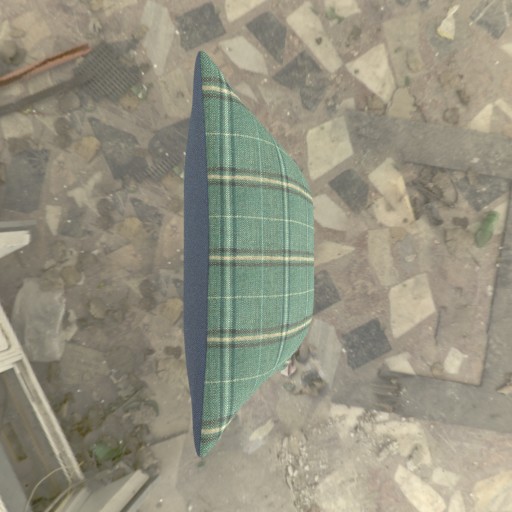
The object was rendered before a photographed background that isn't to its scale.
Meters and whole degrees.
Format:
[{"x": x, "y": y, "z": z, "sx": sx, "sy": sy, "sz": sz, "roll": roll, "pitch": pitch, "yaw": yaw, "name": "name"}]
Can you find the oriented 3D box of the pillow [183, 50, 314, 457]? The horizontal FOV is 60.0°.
[{"x": 0.000, "y": 0.000, "z": 0.703, "sx": 0.200, "sy": 0.430, "sz": 0.453, "roll": 0, "pitch": 89, "yaw": 1, "name": "pillow"}]
